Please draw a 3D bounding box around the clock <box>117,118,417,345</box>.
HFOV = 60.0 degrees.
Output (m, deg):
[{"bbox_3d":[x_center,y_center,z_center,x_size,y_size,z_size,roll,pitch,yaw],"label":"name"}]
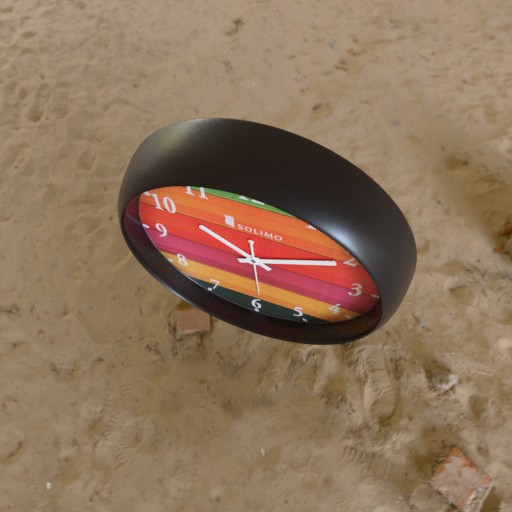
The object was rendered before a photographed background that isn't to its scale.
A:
[{"bbox_3d":[0.000,0.000,0.445,0.300,0.300,0.060,17,61,10],"label":"clock"}]
